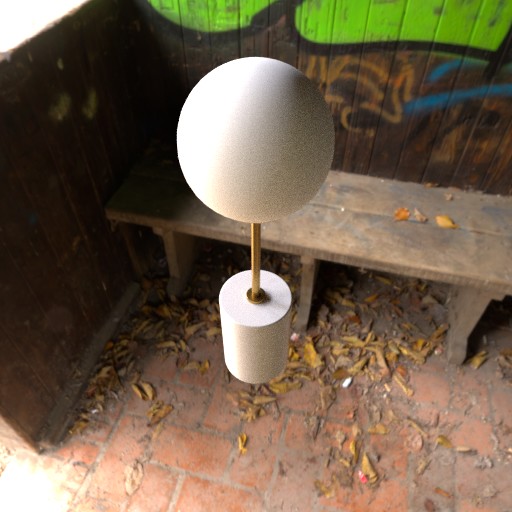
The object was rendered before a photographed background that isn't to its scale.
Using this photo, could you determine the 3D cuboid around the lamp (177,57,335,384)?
[{"bbox_3d":[0.000,0.000,0.556,0.153,0.480,0.153,0,47,0],"label":"lamp"}]
